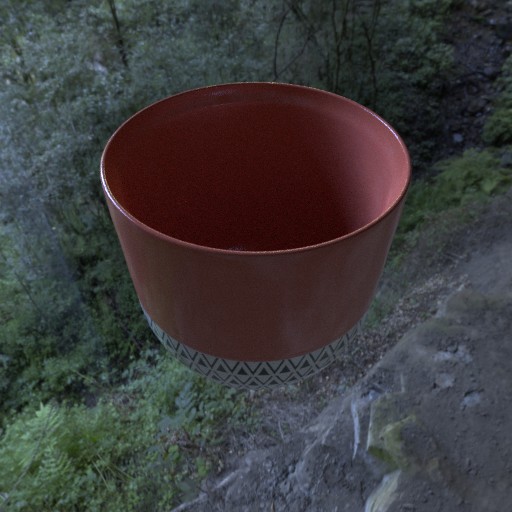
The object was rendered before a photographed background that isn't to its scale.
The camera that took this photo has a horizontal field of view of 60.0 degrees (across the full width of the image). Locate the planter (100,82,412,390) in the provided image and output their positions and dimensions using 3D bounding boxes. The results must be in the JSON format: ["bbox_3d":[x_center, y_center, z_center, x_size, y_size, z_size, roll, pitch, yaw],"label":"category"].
[{"bbox_3d":[0.000,0.000,0.483,0.266,0.270,0.266,0,45,0],"label":"planter"}]
